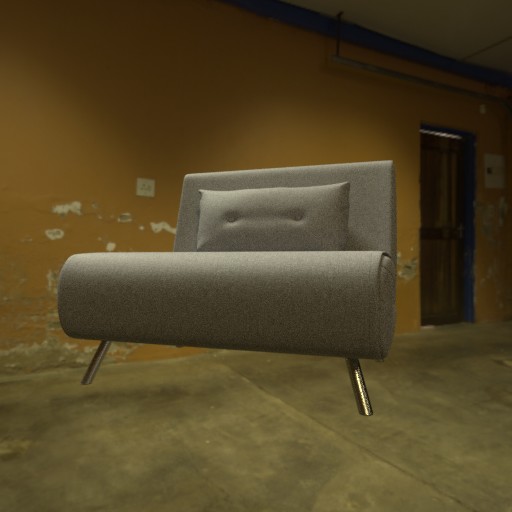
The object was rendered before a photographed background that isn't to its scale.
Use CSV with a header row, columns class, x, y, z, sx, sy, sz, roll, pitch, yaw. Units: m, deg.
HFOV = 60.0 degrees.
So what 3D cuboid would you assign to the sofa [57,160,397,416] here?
class,x,y,z,sx,sy,sz,roll,pitch,yaw
sofa,0.000,0.000,1.686,1.020,0.825,1.000,0,0,19
